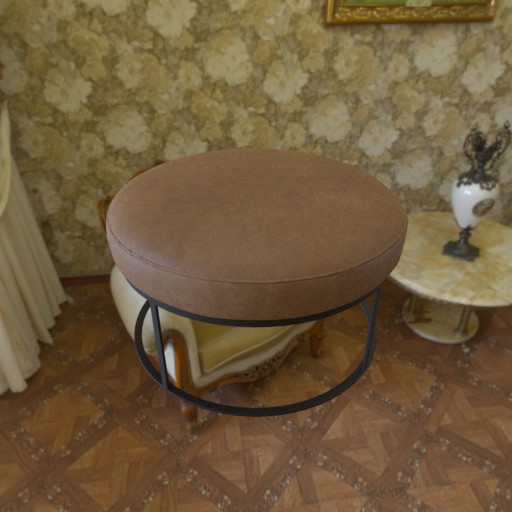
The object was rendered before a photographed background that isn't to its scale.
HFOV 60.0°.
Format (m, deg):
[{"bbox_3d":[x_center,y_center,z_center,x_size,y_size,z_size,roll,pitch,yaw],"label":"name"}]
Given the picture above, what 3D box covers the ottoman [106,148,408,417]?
[{"bbox_3d":[0.000,0.000,1.261,0.771,0.460,0.771,0,31,0],"label":"ottoman"}]
